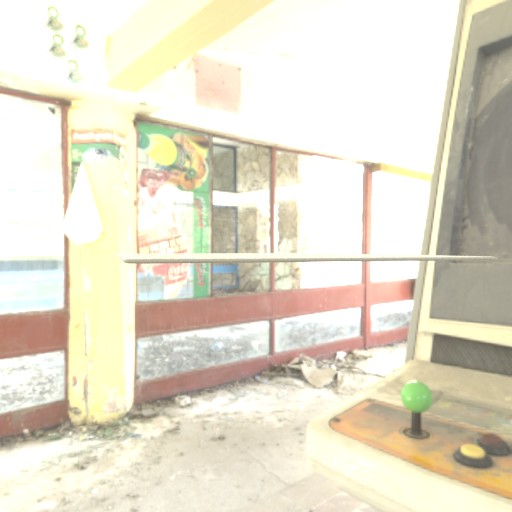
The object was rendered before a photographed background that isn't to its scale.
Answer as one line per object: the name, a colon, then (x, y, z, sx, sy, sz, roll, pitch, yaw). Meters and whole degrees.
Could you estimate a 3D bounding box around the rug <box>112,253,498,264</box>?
rug: (0.000, 0.000, 4.069, 2.462, 0.030, 3.066, 0, 1, -19)
